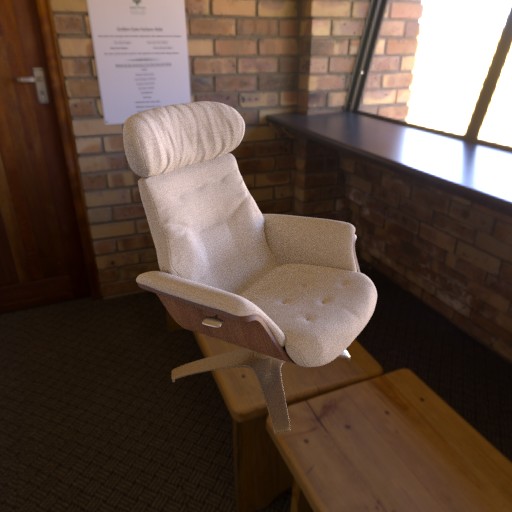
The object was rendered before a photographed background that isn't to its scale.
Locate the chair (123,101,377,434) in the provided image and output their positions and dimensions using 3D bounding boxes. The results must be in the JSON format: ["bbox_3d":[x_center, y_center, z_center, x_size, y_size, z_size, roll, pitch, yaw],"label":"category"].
[{"bbox_3d":[0.000,0.000,1.605,0.837,0.995,0.785,17,31,32],"label":"chair"}]
